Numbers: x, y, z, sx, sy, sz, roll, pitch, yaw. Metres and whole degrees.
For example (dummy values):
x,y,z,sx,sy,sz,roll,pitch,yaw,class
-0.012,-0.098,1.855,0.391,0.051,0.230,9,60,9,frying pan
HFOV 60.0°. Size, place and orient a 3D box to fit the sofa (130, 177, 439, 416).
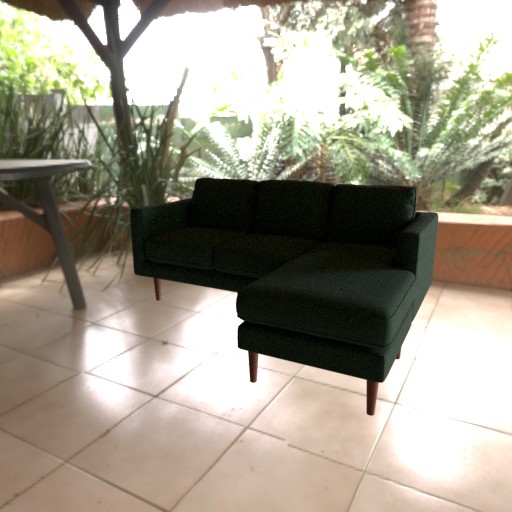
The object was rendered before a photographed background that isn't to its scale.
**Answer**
x,y,z,sx,sy,sz,roll,pitch,yaw,class
0.000,0.000,2.876,2.030,0.899,1.580,7,16,27,sofa
